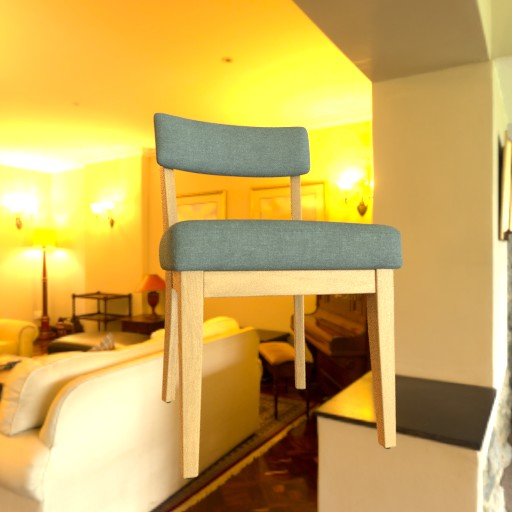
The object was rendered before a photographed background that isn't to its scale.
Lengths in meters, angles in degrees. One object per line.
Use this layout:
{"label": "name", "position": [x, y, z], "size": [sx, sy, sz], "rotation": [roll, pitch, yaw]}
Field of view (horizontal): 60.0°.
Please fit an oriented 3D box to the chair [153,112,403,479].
{"label": "chair", "position": [0.000, 0.000, 1.144], "size": [0.508, 0.832, 0.572], "rotation": [0, 0, -18]}
